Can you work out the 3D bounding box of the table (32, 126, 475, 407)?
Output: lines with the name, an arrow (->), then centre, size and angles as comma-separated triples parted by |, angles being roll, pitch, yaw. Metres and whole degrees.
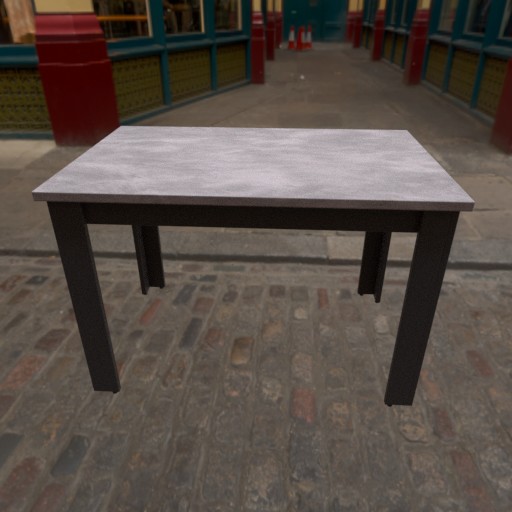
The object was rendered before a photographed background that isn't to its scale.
table -> 0.000, 0.000, 1.580 | 1.100, 0.734, 0.700 | 2, 30, 3
